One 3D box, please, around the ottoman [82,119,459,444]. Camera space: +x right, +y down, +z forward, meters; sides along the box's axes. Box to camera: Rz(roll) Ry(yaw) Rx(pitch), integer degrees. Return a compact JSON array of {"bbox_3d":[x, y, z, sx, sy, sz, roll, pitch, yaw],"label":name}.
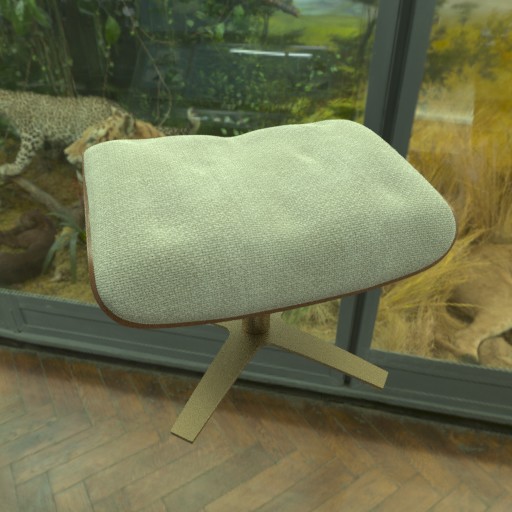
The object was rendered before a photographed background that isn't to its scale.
[{"bbox_3d":[0.000,0.000,0.785,0.520,0.391,0.394,-10,34,-15],"label":"ottoman"}]
